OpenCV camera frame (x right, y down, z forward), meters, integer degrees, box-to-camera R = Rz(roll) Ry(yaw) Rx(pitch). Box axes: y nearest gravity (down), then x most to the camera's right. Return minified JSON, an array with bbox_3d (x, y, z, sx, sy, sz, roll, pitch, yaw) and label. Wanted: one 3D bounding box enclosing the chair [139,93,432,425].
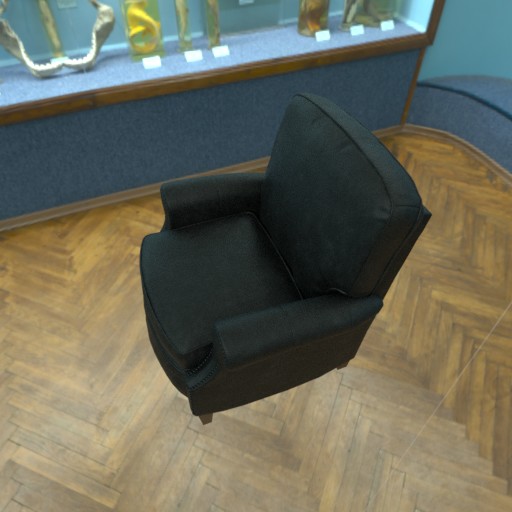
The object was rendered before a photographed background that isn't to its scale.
[{"bbox_3d":[0.000,0.000,1.783,0.986,1.018,0.936,-16,49,-14],"label":"chair"}]
